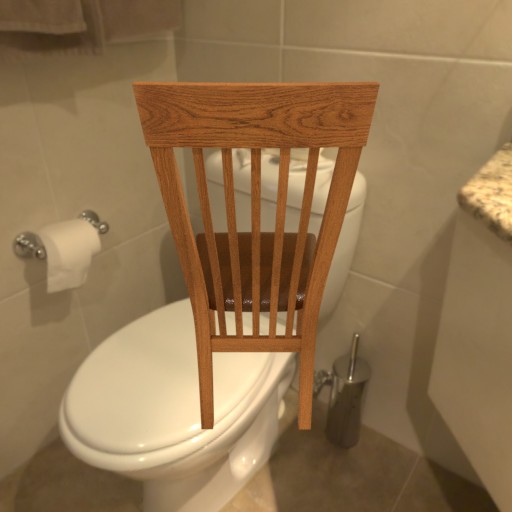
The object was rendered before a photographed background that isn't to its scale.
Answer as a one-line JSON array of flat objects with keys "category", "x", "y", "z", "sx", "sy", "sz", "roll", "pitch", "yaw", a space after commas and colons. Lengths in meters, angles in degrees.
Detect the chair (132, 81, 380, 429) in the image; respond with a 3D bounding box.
[{"category": "chair", "x": 0.000, "y": 0.000, "z": 1.307, "sx": 0.450, "sy": 1.050, "sz": 0.580, "roll": 0, "pitch": 30, "yaw": 0}]
